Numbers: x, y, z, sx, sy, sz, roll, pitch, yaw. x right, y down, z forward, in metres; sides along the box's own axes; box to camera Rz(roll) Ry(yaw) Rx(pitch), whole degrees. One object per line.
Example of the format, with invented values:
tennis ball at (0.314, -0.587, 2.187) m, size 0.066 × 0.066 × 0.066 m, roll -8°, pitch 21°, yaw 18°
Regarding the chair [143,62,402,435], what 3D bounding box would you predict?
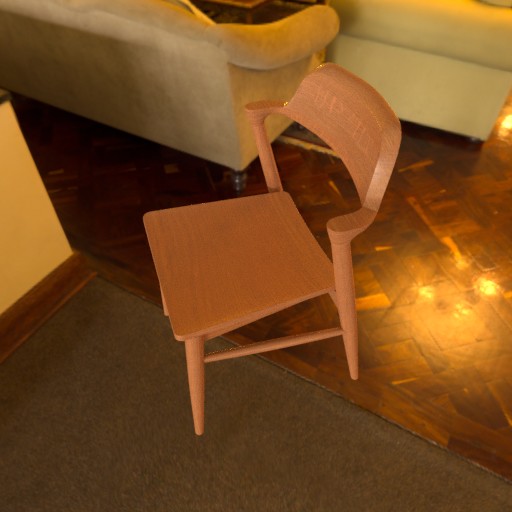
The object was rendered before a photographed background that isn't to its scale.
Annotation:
chair at (0.000, 0.000, 1.114) m, size 0.499 × 0.801 × 0.496 m, roll -14°, pitch 48°, yaw -13°
